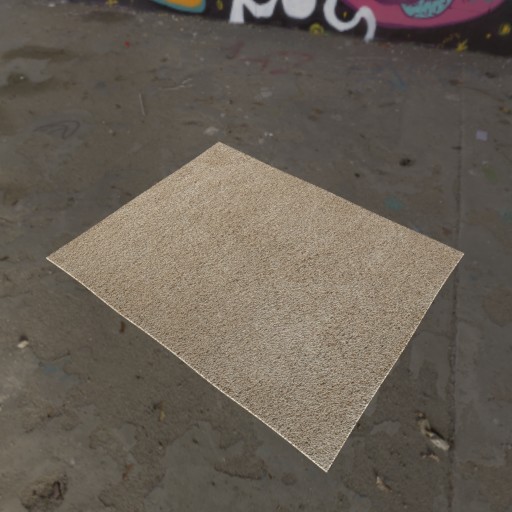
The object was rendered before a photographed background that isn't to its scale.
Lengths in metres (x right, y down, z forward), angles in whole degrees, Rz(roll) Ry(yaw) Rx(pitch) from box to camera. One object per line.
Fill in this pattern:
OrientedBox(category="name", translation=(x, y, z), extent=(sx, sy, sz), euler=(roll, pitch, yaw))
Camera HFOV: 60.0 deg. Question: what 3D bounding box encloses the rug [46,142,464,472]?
OrientedBox(category="rug", translation=(0.000, 0.000, 4.079), extent=(3.000, 0.025, 2.400), euler=(30, 54, 25))
